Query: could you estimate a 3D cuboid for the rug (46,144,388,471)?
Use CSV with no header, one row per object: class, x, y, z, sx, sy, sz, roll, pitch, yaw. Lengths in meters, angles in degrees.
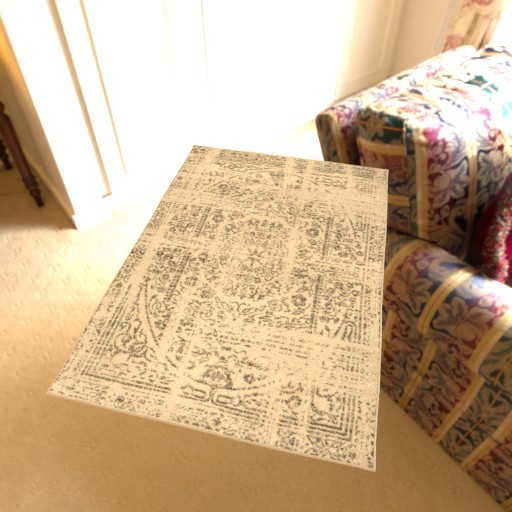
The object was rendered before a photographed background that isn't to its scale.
rug,0.000,0.000,2.996,1.706,0.026,2.438,10,47,9
